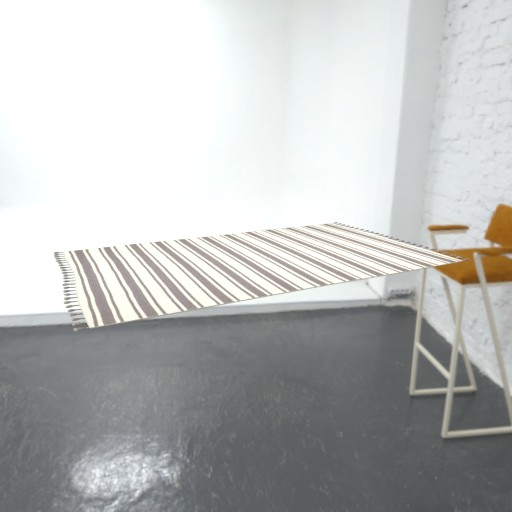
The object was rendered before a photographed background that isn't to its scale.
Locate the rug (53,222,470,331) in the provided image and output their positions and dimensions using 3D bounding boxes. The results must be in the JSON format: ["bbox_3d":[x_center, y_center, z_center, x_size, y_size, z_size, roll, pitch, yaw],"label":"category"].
[{"bbox_3d":[0.000,0.000,2.558,2.096,0.011,1.229,-8,17,-26],"label":"rug"}]
